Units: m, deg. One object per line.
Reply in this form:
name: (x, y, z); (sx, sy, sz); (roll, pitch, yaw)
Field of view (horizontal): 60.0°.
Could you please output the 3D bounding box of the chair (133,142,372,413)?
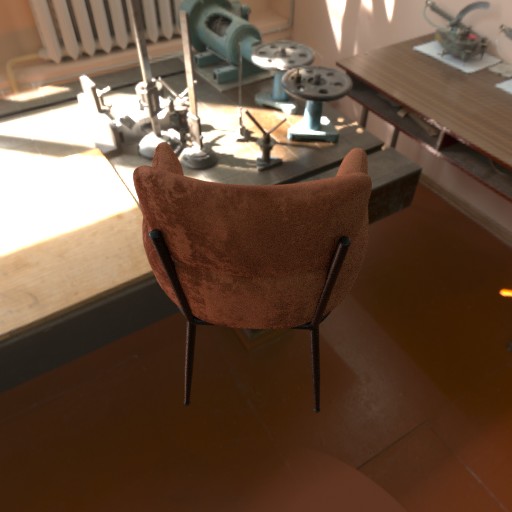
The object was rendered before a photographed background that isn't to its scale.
chair: (0.000, 0.000, 1.125); (0.561, 0.772, 0.523); (2, 46, 2)
